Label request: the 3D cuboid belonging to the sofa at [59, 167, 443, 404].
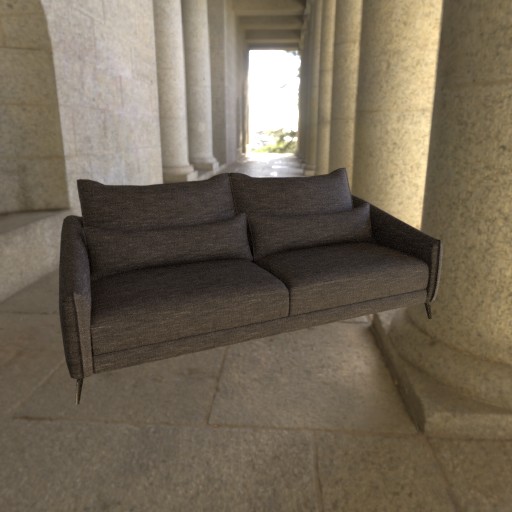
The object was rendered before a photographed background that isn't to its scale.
[{"bbox_3d":[0.000,0.000,2.430,2.019,0.843,0.807,-7,18,-24],"label":"sofa"}]
